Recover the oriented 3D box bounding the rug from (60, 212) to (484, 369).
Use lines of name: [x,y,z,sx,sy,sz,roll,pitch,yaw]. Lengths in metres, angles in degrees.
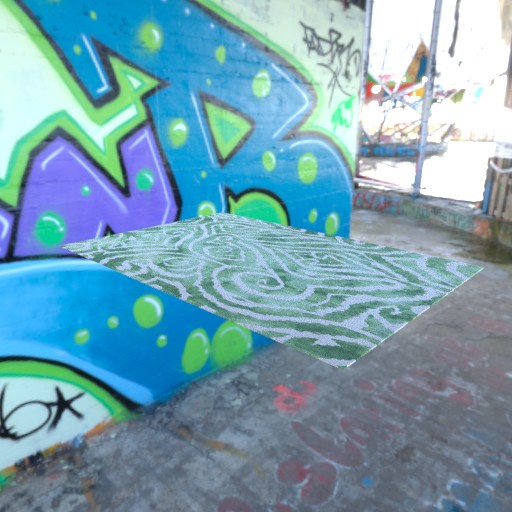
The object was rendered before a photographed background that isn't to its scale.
rug: [0.000,0.000,2.274,1.826,0.006,1.220,16,23,41]
